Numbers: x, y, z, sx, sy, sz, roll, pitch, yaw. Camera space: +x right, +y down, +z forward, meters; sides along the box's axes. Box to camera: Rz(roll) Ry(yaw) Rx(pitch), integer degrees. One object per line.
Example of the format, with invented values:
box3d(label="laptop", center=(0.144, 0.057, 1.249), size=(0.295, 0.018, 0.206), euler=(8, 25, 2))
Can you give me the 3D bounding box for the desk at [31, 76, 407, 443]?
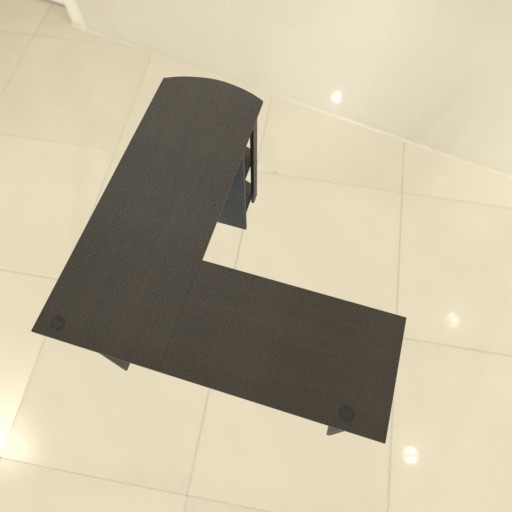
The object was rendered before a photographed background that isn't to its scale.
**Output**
box3d(label="desk", center=(0.000, 0.000, 2.131), size=(1.303, 0.716, 1.361), euler=(15, 66, 7))
